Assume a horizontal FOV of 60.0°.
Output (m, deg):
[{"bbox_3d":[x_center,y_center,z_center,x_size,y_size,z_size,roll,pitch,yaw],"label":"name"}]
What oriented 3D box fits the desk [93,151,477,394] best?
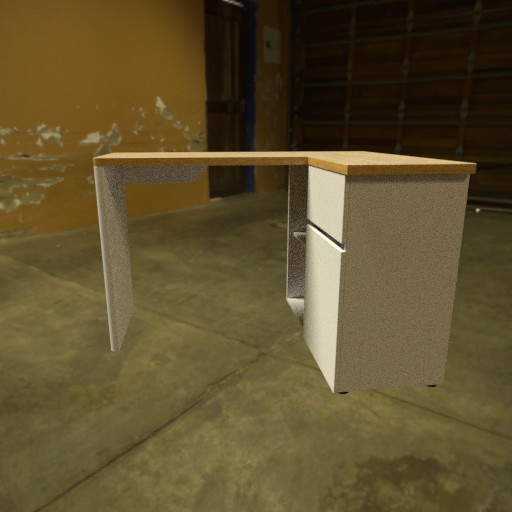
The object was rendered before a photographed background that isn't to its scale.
[{"bbox_3d":[0.000,0.000,1.740,1.170,0.760,0.900,-2,16,-8],"label":"desk"}]
